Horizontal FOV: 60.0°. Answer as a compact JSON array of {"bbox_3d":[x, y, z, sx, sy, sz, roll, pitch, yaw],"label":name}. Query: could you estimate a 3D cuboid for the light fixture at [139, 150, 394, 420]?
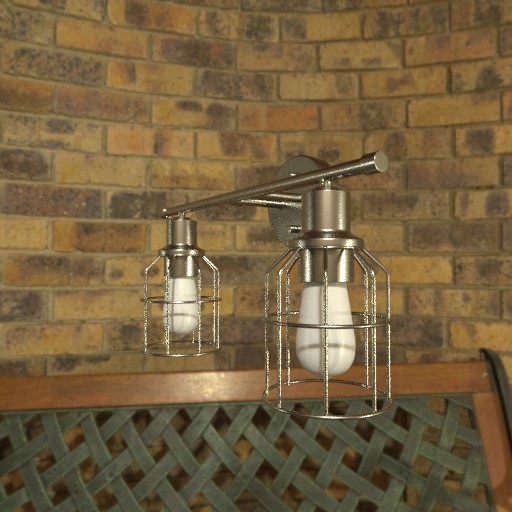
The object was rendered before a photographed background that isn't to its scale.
[{"bbox_3d":[0.000,0.000,0.519,0.165,0.254,0.406,1,-2,-36],"label":"light fixture"}]
